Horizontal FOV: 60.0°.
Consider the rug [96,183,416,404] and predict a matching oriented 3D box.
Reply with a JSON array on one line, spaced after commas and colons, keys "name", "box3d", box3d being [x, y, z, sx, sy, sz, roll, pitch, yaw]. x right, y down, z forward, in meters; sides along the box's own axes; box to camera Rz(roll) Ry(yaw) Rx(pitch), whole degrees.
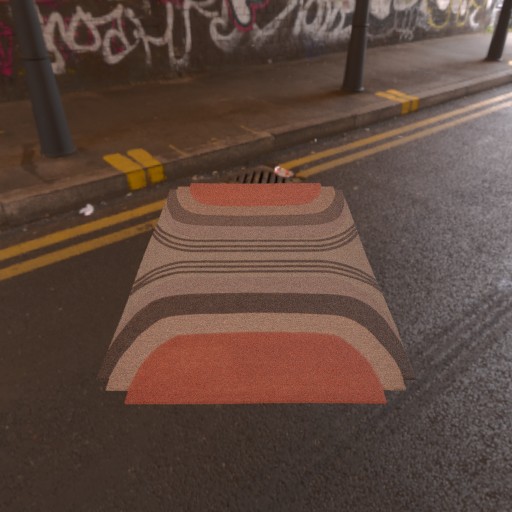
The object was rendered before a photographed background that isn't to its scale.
[{"name": "rug", "box3d": [0.000, 0.000, 3.022, 1.530, 0.017, 2.446, 0, 33, 0]}]
